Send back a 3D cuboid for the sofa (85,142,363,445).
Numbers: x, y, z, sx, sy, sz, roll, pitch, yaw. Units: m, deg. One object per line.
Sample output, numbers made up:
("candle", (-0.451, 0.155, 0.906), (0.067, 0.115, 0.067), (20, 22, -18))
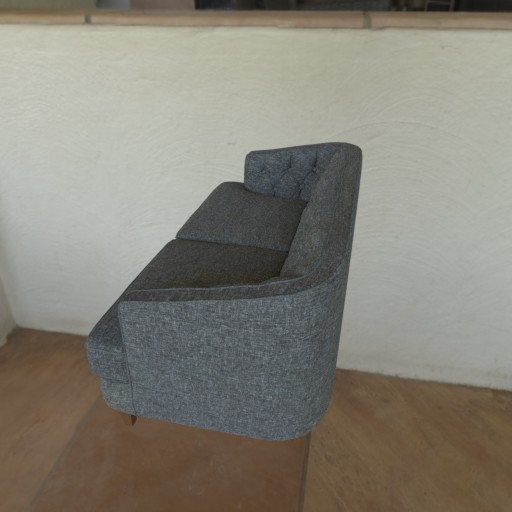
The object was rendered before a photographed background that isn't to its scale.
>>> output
("sofa", (0.000, 0.000, 2.268), (0.941, 0.855, 1.733), (7, 31, 12))
